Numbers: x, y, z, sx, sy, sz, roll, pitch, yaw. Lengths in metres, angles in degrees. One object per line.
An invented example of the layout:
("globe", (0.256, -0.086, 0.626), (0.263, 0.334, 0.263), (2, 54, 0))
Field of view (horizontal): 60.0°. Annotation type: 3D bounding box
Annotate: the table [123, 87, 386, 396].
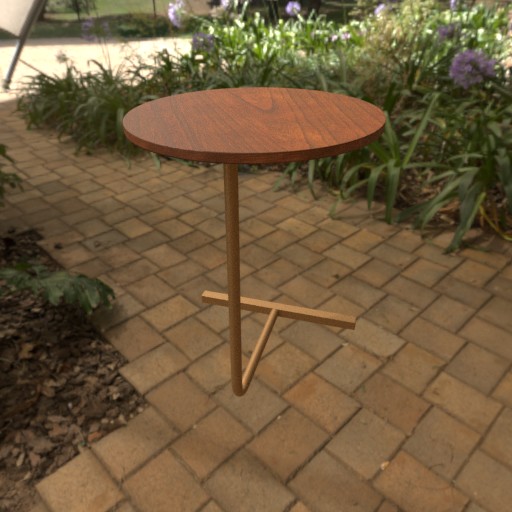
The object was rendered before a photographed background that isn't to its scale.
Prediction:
("table", (0.000, 0.000, 1.112), (0.530, 0.706, 0.577), (9, 31, 14))
